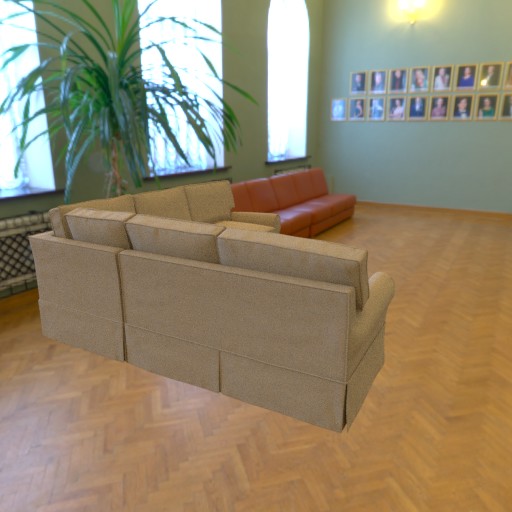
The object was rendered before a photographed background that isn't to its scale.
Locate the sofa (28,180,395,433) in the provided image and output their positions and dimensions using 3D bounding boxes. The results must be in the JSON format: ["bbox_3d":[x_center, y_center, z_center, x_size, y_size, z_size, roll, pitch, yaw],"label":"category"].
[{"bbox_3d":[0.000,0.000,4.168,2.730,1.124,2.733,8,18,27],"label":"sofa"}]
